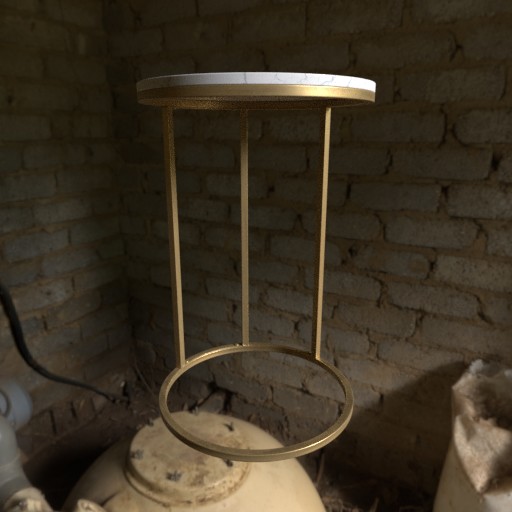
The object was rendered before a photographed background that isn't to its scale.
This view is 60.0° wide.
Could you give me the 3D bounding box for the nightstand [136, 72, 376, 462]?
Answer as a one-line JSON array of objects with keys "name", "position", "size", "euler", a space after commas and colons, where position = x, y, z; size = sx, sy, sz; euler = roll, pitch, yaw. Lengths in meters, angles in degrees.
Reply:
[{"name": "nightstand", "position": [0.000, 0.000, 0.850], "size": [0.400, 0.610, 0.400], "euler": [-2, 16, -8]}]
